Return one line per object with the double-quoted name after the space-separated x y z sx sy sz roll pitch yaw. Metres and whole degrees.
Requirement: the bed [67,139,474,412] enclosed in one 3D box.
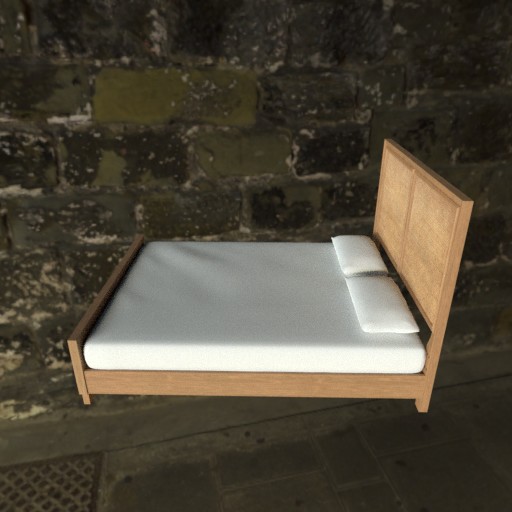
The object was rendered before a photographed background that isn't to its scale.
0.000 0.000 3.232 2.184 1.387 1.606 1 25 1 "bed"
